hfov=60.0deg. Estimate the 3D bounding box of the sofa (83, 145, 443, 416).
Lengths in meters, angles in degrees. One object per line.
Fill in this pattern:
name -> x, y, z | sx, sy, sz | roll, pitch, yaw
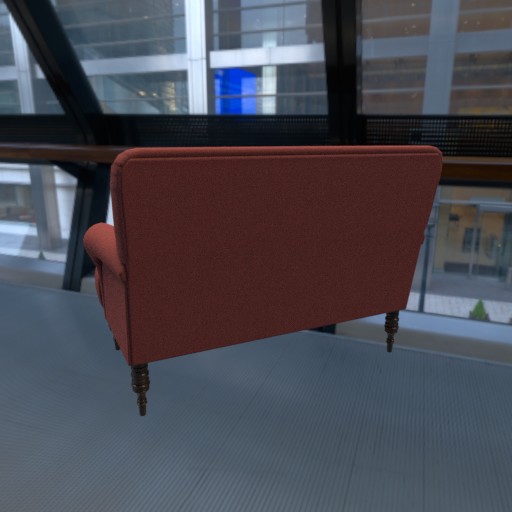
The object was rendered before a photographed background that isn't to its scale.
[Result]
sofa -> 0.000, 0.000, 1.830 | 1.297, 0.889, 0.779 | -7, 16, -25
